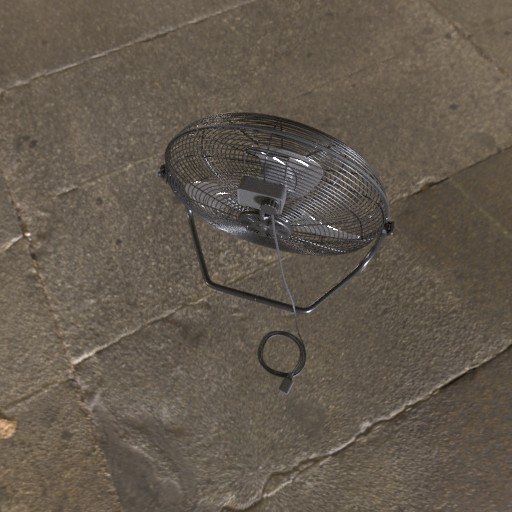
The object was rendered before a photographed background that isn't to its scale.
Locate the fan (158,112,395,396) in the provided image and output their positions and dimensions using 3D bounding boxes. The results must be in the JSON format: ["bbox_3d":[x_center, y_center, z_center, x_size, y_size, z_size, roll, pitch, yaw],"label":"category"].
[{"bbox_3d":[0.000,0.000,1.006,0.595,0.605,0.470,15,65,7],"label":"fan"}]
